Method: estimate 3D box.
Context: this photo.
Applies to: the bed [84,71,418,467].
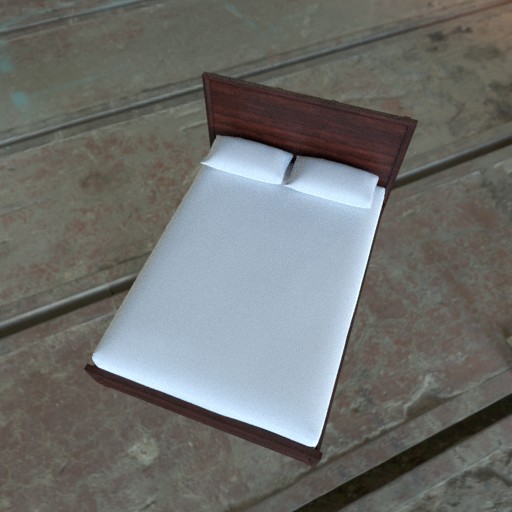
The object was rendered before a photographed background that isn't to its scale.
[{"bbox_3d":[0.000,0.000,4.006,2.040,1.492,2.803,17,59,11],"label":"bed"}]
